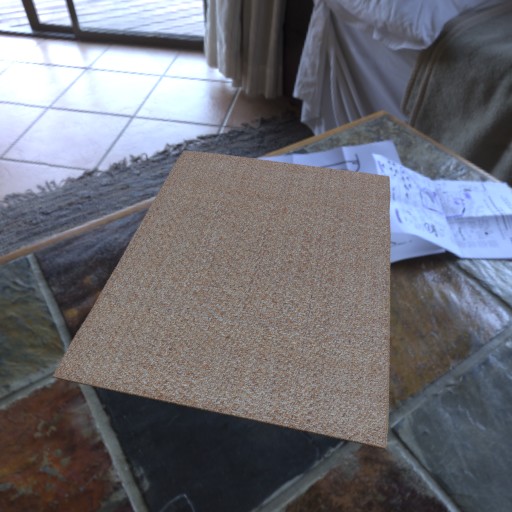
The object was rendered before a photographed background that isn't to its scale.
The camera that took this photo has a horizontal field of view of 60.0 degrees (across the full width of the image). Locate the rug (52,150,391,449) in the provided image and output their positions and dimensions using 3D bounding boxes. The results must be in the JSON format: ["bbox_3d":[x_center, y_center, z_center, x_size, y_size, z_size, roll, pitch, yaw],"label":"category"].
[{"bbox_3d":[0.000,0.000,4.100,2.439,0.013,3.048,9,47,8],"label":"rug"}]
